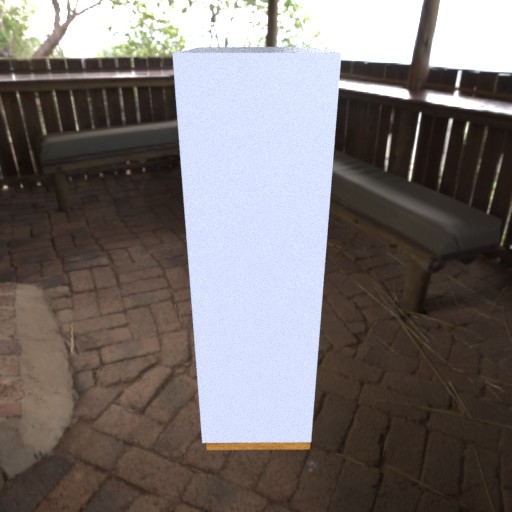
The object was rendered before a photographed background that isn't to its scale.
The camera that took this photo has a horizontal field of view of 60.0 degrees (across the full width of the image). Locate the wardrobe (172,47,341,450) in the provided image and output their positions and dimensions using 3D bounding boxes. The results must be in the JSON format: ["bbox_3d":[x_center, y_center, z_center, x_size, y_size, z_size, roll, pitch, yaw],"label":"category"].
[{"bbox_3d":[0.000,0.000,2.412,0.600,2.040,0.860,0,27,0],"label":"wardrobe"}]
